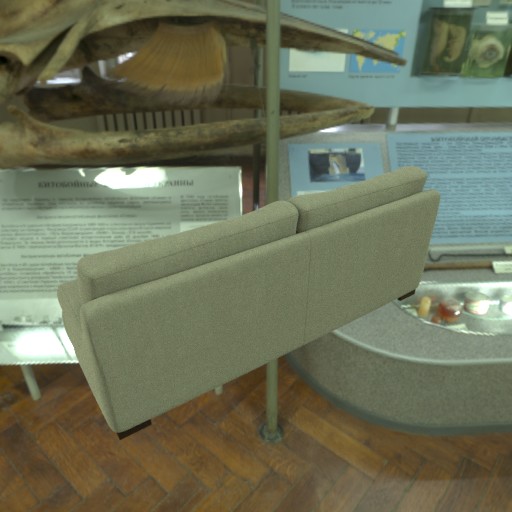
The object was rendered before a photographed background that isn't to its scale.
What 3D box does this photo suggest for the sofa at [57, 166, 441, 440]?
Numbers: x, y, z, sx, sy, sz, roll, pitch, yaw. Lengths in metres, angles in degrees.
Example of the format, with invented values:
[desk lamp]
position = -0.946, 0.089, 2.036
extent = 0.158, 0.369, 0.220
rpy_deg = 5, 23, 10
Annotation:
[sofa]
position = 0.000, 0.000, 2.861
extent = 2.354, 0.980, 0.962
rpy_deg = -19, 35, -29
